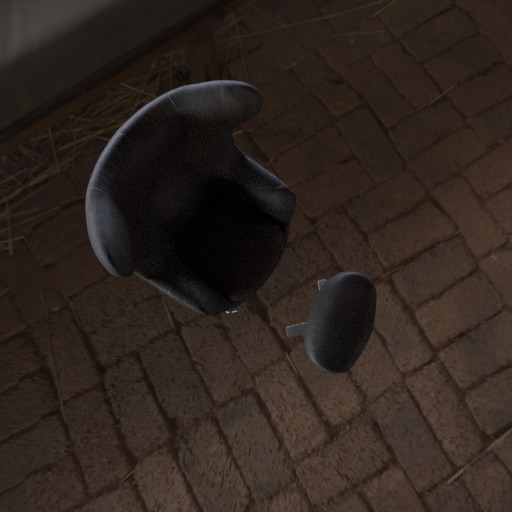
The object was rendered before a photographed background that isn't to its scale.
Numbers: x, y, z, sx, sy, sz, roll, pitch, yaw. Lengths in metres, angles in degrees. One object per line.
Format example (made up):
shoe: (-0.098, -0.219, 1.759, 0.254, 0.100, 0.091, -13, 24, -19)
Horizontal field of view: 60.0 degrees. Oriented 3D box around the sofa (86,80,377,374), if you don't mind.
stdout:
sofa: (0.000, 0.000, 2.096, 1.444, 1.135, 0.894, 34, 79, 8)
